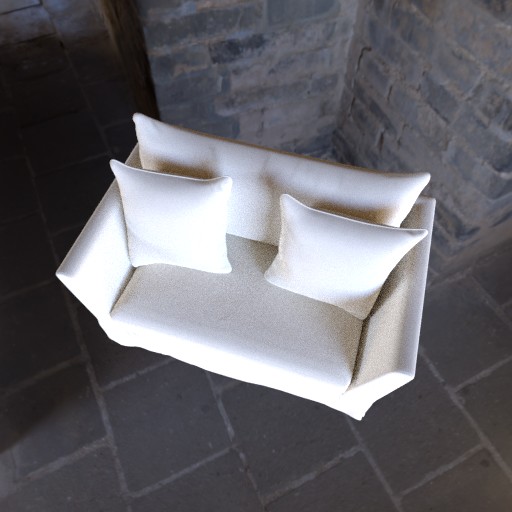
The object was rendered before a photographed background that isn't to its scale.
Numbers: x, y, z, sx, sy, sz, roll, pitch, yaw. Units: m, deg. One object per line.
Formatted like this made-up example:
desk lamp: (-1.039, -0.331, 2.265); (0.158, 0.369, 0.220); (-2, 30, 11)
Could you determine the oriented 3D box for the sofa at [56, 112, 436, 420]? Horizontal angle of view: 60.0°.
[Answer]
sofa: (0.000, 0.000, 2.292); (1.608, 1.039, 1.026); (15, 59, 9)
